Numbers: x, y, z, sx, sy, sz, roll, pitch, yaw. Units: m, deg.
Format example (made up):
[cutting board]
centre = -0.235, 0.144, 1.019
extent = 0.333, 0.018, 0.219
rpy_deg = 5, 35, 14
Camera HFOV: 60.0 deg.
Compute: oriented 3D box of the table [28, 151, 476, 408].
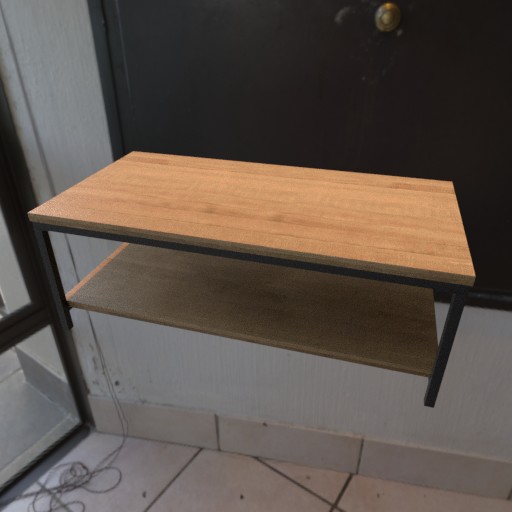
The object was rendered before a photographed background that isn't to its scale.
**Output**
[table]
centre = 0.000, 0.000, 1.370
extent = 1.100, 0.399, 0.551
rpy_deg = 8, 32, 14
